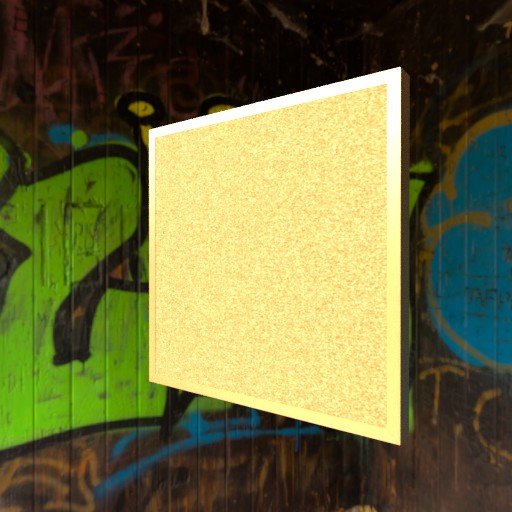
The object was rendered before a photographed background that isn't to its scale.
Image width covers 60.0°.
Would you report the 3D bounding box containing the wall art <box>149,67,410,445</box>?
[{"bbox_3d":[0.000,0.000,0.762,0.510,0.509,0.037,0,0,36],"label":"wall art"}]
